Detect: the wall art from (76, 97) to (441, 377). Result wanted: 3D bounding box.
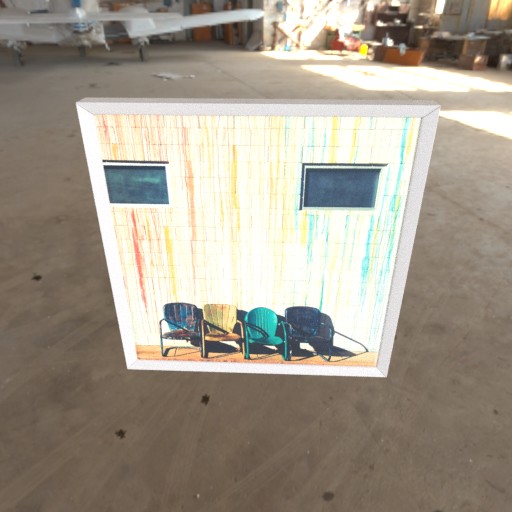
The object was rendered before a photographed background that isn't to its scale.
[{"bbox_3d":[0.000,0.000,0.757,0.508,0.508,0.037,1,30,2],"label":"wall art"}]
